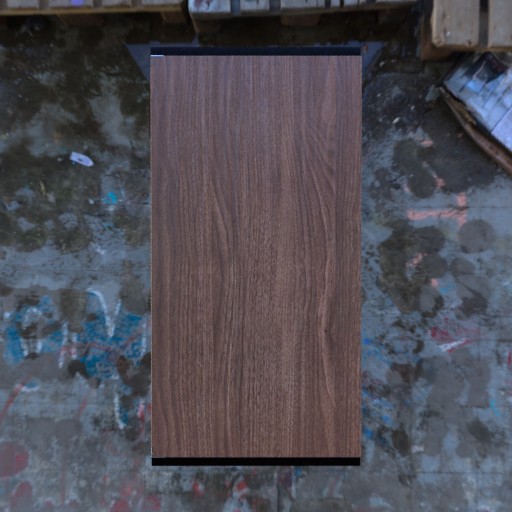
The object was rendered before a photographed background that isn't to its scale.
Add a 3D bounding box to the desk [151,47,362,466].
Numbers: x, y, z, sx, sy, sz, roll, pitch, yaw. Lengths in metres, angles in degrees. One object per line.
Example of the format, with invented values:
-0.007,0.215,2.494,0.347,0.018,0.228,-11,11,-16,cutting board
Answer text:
0.000,0.000,1.449,0.508,0.762,1.016,0,90,0,desk
